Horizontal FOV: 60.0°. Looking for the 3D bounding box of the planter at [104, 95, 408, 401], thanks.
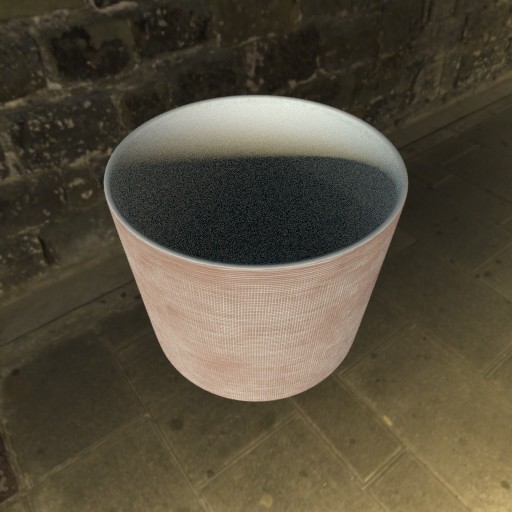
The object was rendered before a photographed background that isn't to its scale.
[{"bbox_3d":[0.000,0.000,0.798,0.440,0.398,0.440,0,45,0],"label":"planter"}]
